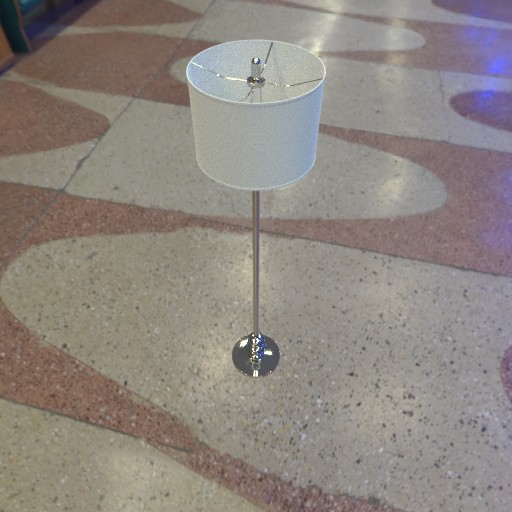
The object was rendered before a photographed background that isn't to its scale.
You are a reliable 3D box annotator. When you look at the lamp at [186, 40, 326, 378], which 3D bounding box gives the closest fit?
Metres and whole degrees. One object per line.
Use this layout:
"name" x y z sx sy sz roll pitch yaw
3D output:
"lamp" 0.000 0.000 1.670 0.356 1.487 0.356 11 49 10
